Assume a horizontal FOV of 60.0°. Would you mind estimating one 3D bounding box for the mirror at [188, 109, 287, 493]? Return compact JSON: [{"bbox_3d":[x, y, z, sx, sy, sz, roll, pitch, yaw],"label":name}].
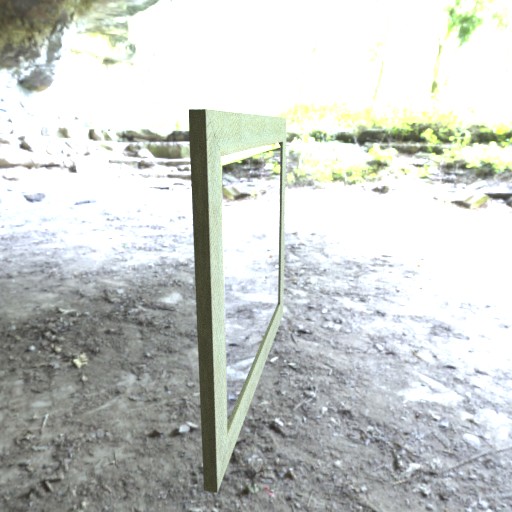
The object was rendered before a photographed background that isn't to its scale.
[{"bbox_3d":[0.000,0.000,1.132,0.028,0.689,0.839,3,17,11],"label":"mirror"}]
